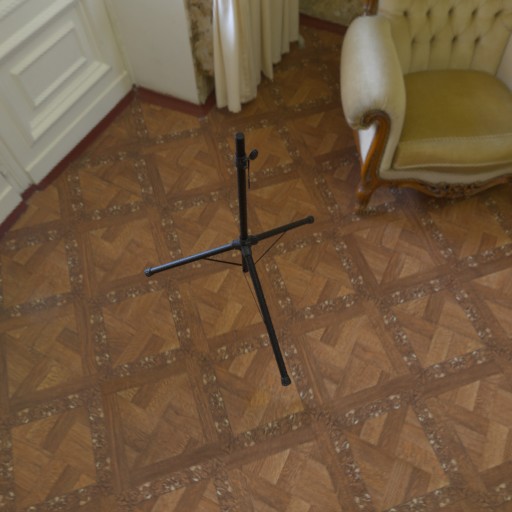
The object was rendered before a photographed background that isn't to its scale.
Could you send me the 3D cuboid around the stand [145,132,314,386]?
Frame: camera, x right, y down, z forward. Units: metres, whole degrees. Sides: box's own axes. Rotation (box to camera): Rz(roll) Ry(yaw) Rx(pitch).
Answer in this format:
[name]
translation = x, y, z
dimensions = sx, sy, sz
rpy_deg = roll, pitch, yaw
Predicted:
[stand]
translation = 0.000, 0.000, 1.927
dimensions = 1.045, 1.136, 0.907
rpy_deg = -17, 61, -10
